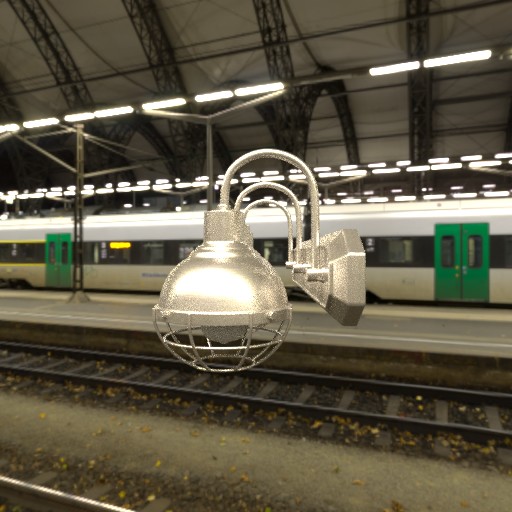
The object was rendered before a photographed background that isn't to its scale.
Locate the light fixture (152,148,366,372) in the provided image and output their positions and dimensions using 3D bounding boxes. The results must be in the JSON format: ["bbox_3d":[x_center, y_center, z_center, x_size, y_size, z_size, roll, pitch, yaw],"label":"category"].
[{"bbox_3d":[0.000,0.000,0.758,0.229,0.254,0.634,0,0,1],"label":"light fixture"}]
